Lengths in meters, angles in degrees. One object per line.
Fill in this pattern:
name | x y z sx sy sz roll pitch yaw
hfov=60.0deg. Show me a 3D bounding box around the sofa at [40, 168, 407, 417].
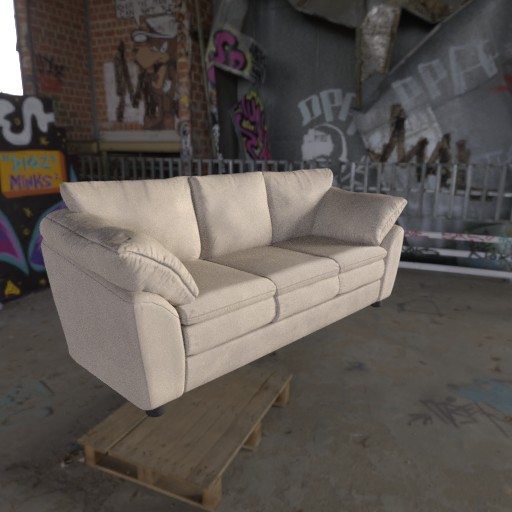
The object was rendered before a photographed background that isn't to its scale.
sofa | 0.000 0.000 2.753 0.878 0.996 2.334 13 19 43
